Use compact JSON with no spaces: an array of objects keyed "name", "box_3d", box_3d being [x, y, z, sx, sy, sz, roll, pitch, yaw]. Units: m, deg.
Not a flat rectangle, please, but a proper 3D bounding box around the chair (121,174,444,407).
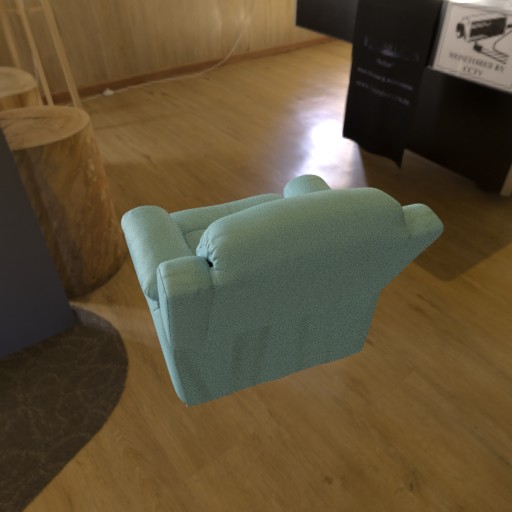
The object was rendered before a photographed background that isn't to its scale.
[{"name":"chair","box_3d":[0.000,0.000,1.260,0.680,0.702,0.709,-13,42,-15]}]
